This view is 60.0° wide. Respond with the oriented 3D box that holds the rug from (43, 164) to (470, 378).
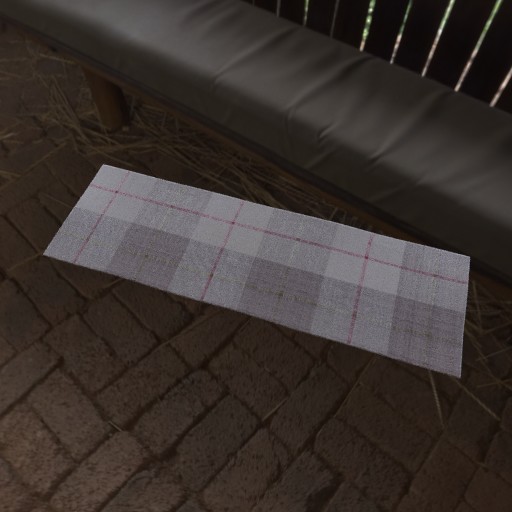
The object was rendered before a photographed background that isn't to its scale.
[{"bbox_3d":[0.000,0.000,2.652,2.439,0.013,0.762,15,60,9],"label":"rug"}]
